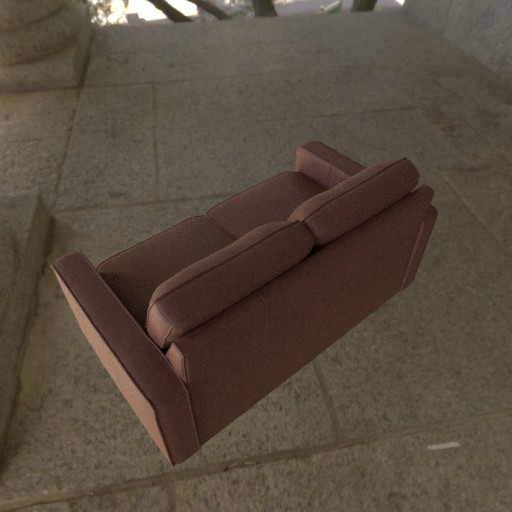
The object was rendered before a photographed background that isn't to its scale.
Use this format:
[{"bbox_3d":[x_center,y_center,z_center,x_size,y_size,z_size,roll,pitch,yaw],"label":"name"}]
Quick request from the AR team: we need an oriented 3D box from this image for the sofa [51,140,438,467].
[{"bbox_3d":[0.000,0.000,2.244,1.709,0.918,0.947,-30,52,-27],"label":"sofa"}]
